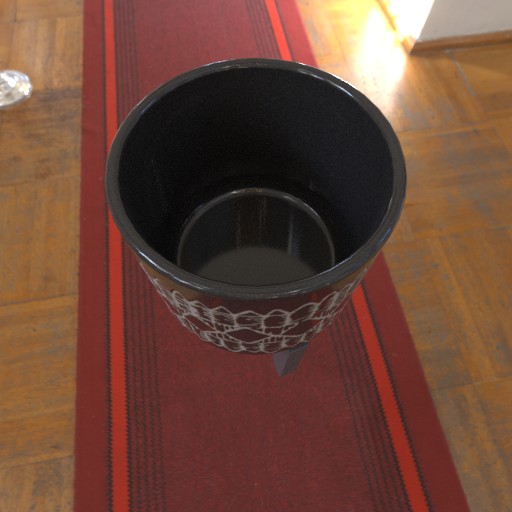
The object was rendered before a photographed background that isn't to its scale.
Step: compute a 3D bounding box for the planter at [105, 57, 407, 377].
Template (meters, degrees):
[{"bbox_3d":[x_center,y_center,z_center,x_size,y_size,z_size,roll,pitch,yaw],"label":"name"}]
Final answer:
[{"bbox_3d":[0.000,0.000,0.525,0.251,0.355,0.251,32,67,15],"label":"planter"}]
